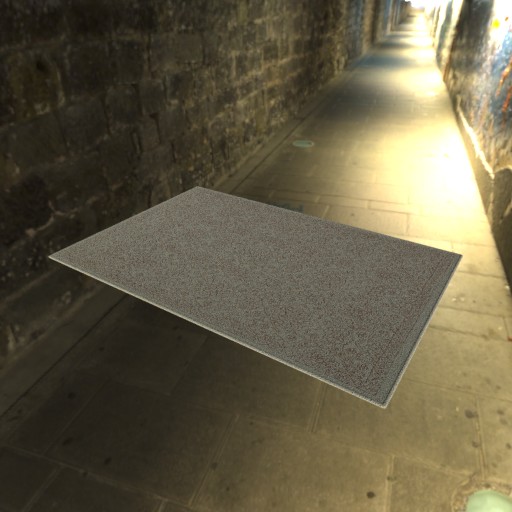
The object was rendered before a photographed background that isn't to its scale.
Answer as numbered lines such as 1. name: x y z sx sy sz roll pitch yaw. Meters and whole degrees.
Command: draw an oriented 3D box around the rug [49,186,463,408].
1. rug: 0.000 0.000 2.343 1.829 0.010 1.219 18 35 28
